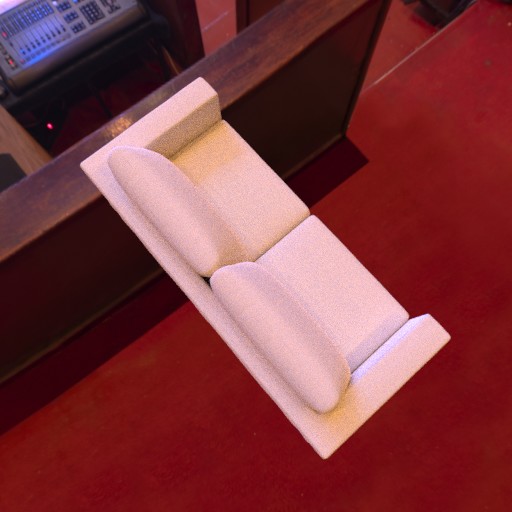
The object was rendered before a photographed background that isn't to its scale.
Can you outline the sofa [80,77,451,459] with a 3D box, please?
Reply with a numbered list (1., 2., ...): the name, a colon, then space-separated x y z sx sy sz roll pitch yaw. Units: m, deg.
1. sofa: 0.000 0.000 2.690 0.954 0.881 2.163 -40 79 -10
